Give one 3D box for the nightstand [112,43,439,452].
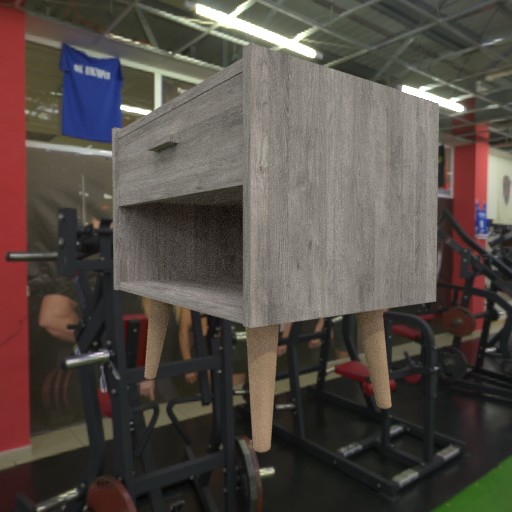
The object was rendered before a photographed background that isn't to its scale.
[{"bbox_3d":[0.000,0.000,0.806,0.380,0.500,0.480,-2,3,-36],"label":"nightstand"}]
